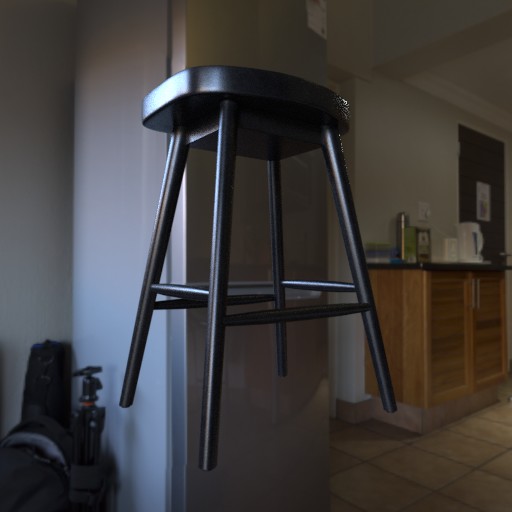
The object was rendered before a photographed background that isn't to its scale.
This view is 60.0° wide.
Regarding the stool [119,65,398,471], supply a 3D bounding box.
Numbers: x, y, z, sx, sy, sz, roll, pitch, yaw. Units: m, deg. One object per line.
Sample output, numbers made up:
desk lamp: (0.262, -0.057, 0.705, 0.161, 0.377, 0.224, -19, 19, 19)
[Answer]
stool: (0.000, 0.000, 0.893, 0.440, 0.615, 0.361, 1, -1, -36)
